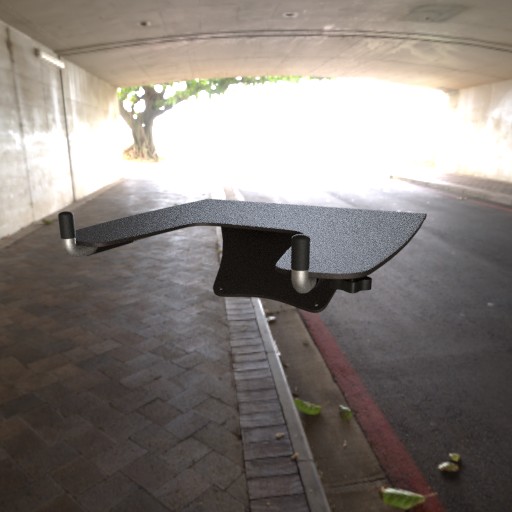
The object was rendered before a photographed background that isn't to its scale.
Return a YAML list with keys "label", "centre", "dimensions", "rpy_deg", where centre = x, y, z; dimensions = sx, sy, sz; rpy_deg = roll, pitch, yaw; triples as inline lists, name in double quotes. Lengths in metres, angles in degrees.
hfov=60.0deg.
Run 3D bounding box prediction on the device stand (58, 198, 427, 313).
- label: "device stand"
  centre: [0.000, 0.000, 0.351]
  dimensions: [0.230, 0.092, 0.230]
  rpy_deg: [7, 16, 25]
